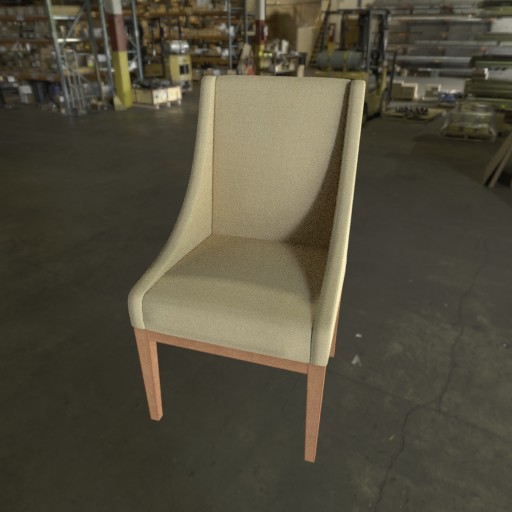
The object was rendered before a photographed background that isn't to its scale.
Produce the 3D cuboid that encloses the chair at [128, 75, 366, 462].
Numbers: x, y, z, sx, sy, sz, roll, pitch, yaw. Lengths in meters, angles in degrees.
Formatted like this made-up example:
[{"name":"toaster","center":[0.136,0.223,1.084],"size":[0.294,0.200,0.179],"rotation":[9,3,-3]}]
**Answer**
[{"name":"chair","center":[0.000,0.000,1.412],"size":[0.575,1.021,0.611],"rotation":[8,28,16]}]
